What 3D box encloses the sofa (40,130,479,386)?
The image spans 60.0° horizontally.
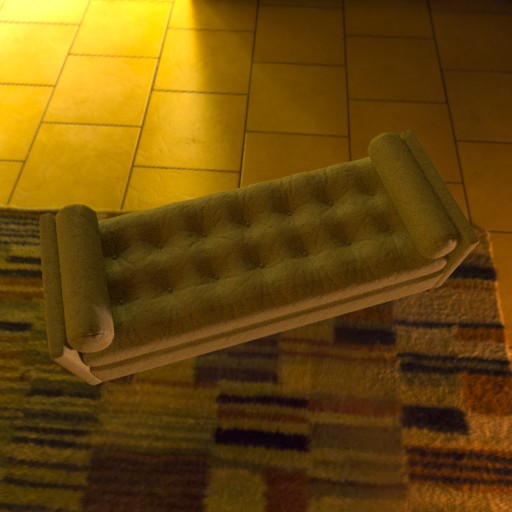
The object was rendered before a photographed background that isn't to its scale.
[{"bbox_3d":[0.000,0.000,2.472,2.102,0.705,0.796,-14,63,-8],"label":"sofa"}]
